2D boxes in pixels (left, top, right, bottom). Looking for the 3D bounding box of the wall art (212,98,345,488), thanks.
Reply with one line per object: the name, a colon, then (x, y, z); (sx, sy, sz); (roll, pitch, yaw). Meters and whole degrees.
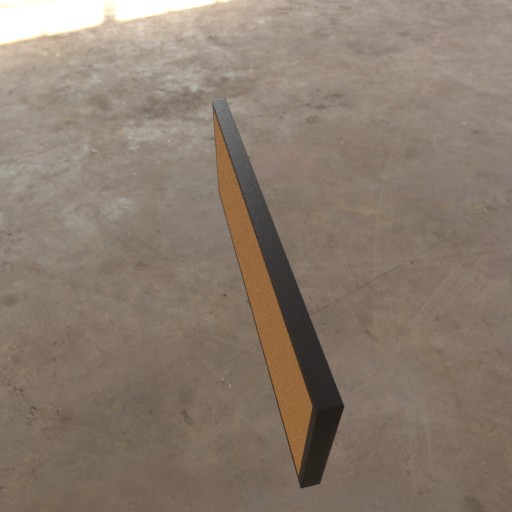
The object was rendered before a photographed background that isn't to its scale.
wall art: (0.000, 0.000, 0.965); (0.037, 0.303, 0.860); (-9, 47, -9)
